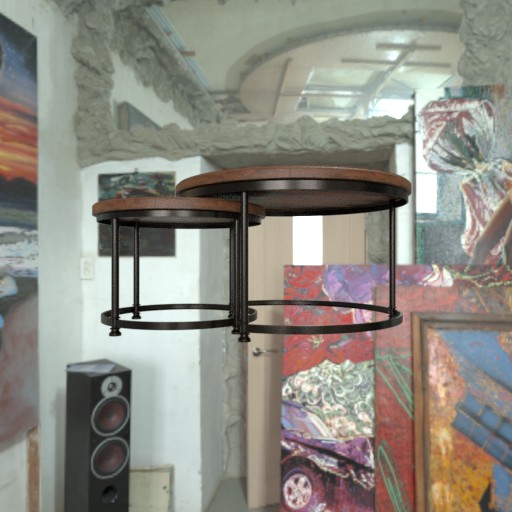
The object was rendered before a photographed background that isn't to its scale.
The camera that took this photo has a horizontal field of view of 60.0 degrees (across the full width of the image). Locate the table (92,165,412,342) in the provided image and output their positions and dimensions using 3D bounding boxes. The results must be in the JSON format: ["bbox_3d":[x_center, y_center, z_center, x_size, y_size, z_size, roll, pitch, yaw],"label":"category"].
[{"bbox_3d":[0.000,0.000,1.651,1.152,0.516,0.870,0,0,-18],"label":"table"}]
